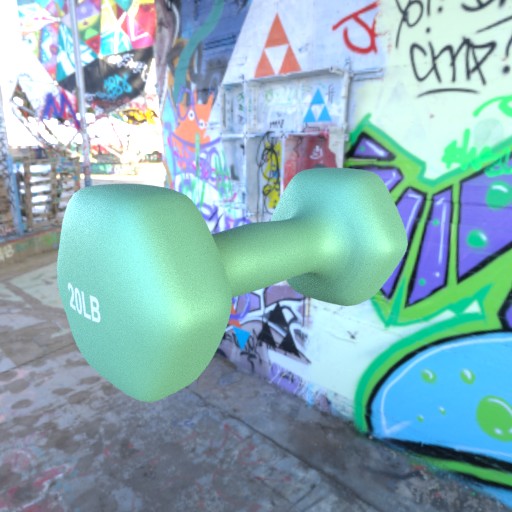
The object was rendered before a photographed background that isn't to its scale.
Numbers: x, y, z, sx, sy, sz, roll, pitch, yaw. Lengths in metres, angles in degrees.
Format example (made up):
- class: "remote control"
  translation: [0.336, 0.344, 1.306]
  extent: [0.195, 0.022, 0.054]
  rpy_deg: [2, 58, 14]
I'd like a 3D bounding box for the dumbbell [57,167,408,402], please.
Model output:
- class: "dumbbell"
  translation: [0.000, 0.000, 0.324]
  extent: [0.129, 0.117, 0.260]
  rpy_deg: [14, 21, 43]
